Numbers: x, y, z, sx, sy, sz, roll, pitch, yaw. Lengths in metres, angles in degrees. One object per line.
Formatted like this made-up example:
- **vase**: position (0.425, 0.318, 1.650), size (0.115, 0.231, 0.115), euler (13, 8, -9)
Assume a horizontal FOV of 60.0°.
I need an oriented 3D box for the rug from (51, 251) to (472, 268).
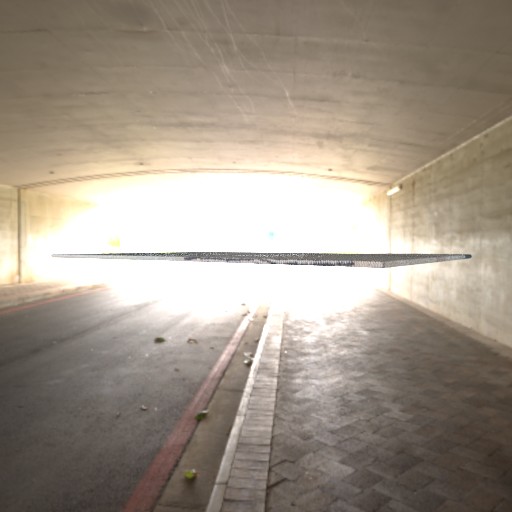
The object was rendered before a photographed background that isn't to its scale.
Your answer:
- **rug**: position (0.000, 0.000, 2.330), size (1.847, 0.020, 1.238), euler (1, 2, 37)
